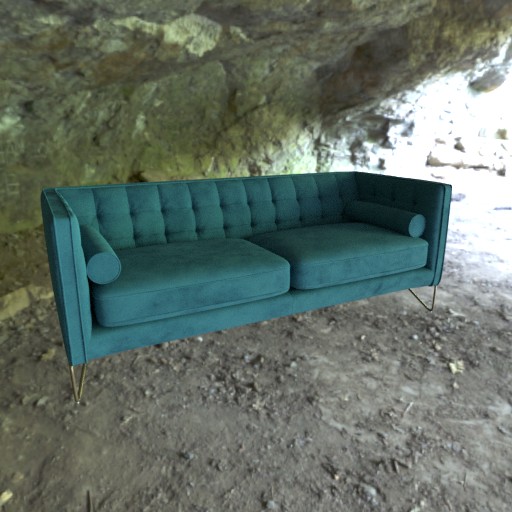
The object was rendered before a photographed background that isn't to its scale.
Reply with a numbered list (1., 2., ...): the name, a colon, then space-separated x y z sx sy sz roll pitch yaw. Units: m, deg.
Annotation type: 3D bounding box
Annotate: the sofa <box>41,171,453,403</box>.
1. sofa: 0.000 0.000 2.478 2.087 0.789 0.867 -8 18 -26
